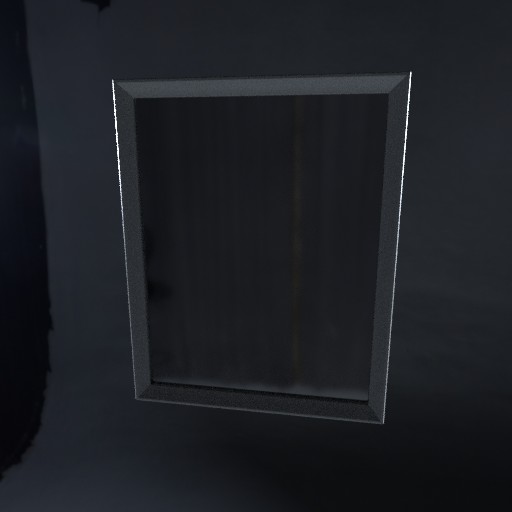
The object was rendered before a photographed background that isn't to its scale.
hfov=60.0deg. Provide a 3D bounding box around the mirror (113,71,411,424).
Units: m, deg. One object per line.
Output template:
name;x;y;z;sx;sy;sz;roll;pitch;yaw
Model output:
mirror;0.000;0.000;0.675;0.406;0.509;0.041;2;14;9
